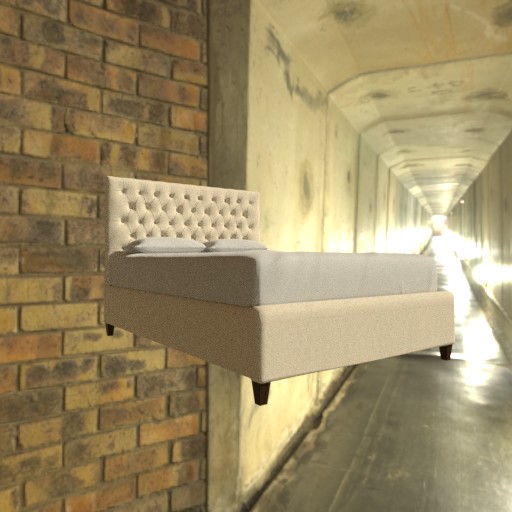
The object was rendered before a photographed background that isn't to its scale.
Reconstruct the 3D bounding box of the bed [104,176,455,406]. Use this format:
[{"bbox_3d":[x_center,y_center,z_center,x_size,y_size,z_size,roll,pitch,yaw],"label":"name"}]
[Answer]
[{"bbox_3d":[0.000,0.000,3.518,1.698,1.427,2.387,0,0,-36],"label":"bed"}]
